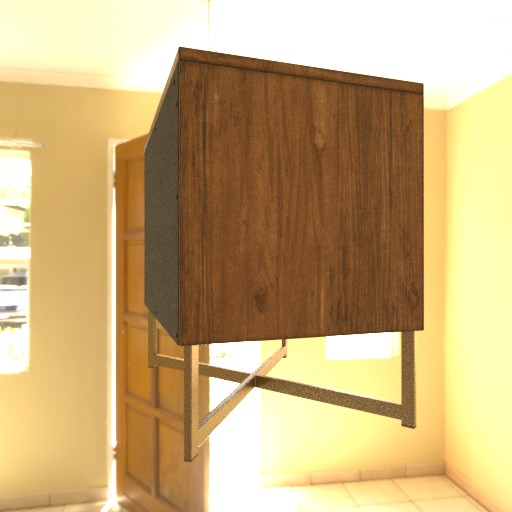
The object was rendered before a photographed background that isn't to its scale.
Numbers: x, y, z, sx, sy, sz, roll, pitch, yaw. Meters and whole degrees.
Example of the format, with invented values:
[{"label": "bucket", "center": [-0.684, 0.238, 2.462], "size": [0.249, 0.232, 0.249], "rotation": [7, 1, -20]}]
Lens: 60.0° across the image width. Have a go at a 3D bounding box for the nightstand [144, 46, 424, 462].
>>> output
[{"label": "nightstand", "center": [0.000, 0.000, 1.003], "size": [0.446, 0.610, 0.610], "rotation": [0, 0, -19]}]
